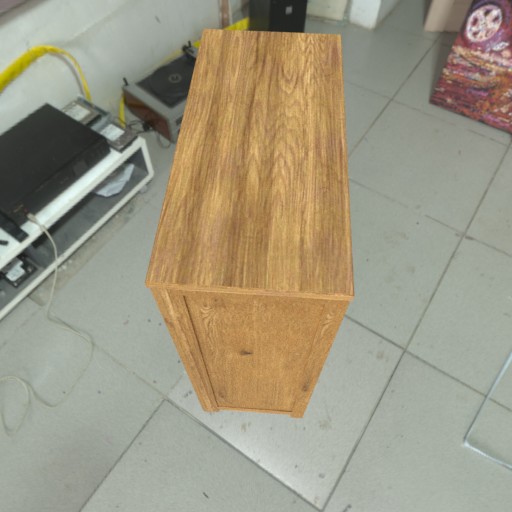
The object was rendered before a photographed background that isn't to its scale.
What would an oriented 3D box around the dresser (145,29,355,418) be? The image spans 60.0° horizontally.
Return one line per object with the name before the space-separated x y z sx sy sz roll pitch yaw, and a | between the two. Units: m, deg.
dresser | 0.000 0.000 1.967 0.558 1.431 1.081 4 58 2
